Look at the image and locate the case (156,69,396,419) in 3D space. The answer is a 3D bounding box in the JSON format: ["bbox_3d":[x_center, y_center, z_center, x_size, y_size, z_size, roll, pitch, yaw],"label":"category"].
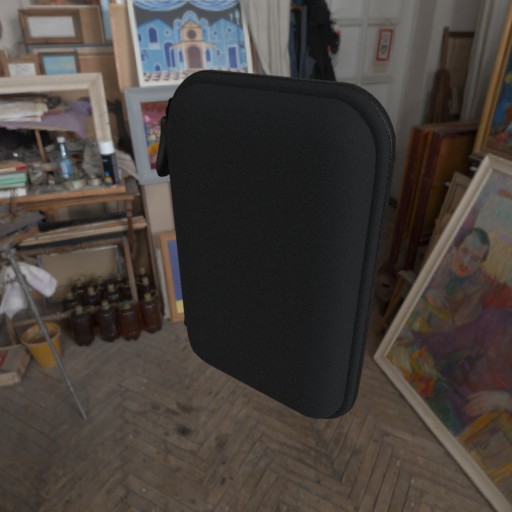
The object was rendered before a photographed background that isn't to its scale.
[{"bbox_3d":[0.000,0.000,0.193,0.107,0.147,0.030,19,35,30],"label":"case"}]
